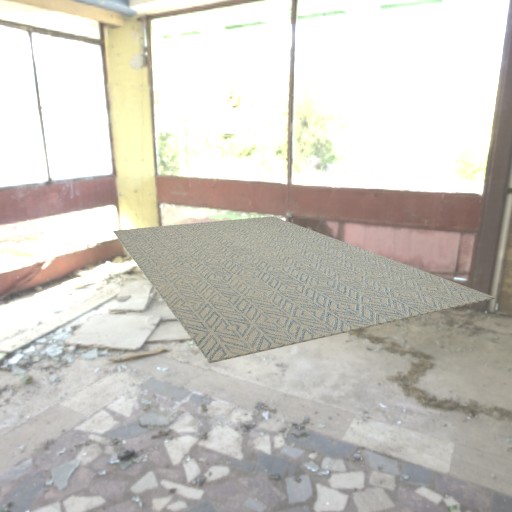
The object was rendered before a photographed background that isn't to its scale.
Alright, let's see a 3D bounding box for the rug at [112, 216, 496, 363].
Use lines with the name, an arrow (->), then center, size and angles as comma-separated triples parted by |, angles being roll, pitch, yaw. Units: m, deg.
rug -> 0.000, 0.000, 2.987 | 1.526, 0.008, 2.441 | -7, 17, -24
